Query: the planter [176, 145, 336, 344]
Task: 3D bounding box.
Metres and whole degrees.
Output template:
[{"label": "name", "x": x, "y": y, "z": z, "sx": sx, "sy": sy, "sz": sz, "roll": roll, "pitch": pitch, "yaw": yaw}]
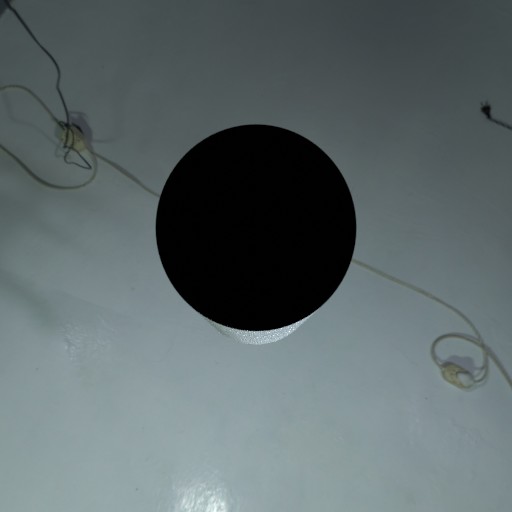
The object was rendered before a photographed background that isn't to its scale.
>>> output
[{"label": "planter", "x": 0.000, "y": 0.000, "z": 0.126, "sx": 0.045, "sy": 0.103, "sz": 0.045, "roll": 17, "pitch": 77, "yaw": 4}]
